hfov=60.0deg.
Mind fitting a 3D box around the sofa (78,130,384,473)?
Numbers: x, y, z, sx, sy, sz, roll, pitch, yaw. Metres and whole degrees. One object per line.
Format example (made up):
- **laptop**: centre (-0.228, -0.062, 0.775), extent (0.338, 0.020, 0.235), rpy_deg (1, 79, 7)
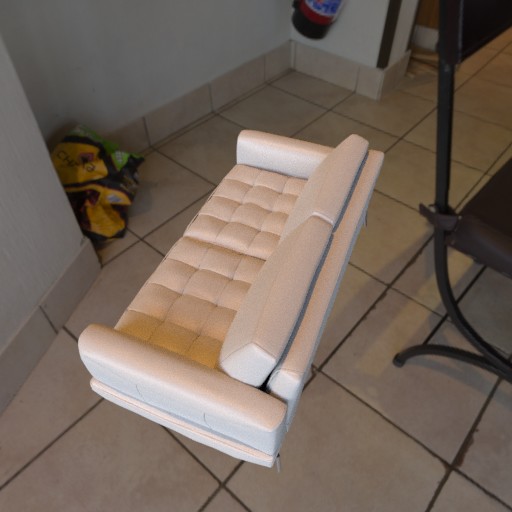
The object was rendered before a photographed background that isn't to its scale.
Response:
- **sofa**: centre (0.000, 0.000, 2.767), extent (1.121, 0.930, 2.177), rpy_deg (17, 50, 15)
